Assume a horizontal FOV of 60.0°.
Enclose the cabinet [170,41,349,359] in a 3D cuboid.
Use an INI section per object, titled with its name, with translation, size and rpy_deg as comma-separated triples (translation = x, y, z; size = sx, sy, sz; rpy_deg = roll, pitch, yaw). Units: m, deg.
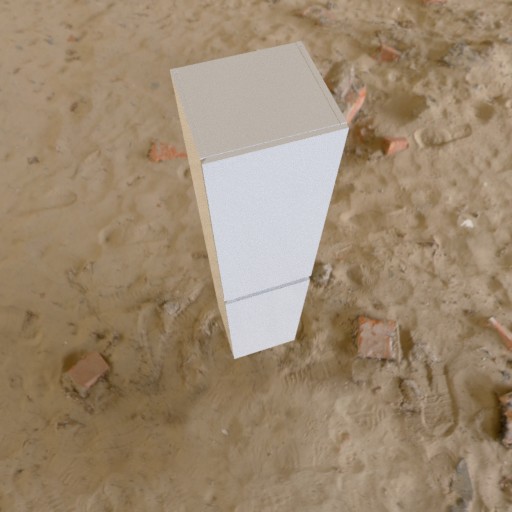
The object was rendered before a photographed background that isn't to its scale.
[cabinet]
translation = 0.000, 0.000, 1.528
size = 0.300, 1.400, 0.270
rpy_deg = -16, 63, -8
